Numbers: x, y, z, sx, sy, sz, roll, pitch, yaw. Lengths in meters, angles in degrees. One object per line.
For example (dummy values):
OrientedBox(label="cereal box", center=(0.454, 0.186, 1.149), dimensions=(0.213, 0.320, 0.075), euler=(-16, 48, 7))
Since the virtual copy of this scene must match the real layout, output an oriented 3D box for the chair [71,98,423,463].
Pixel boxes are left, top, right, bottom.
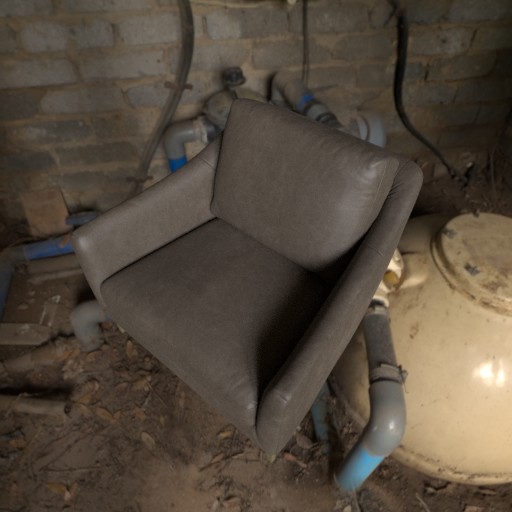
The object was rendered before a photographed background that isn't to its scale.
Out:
OrientedBox(label="chair", center=(0.000, 0.000, 1.708), dimensions=(0.988, 0.901, 0.961), euler=(32, 54, 27))
